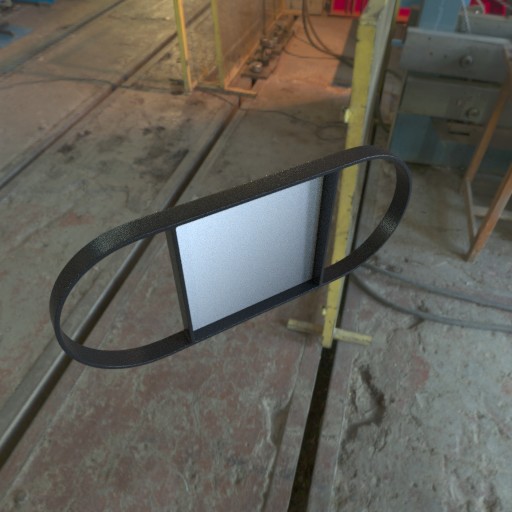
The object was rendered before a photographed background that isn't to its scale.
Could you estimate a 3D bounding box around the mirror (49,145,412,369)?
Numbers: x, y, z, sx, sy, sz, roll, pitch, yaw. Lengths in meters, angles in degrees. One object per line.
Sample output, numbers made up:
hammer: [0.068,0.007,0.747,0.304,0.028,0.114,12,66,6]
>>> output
mirror: [0.000,0.000,0.666,0.584,0.254,0.032,-22,49,-20]
